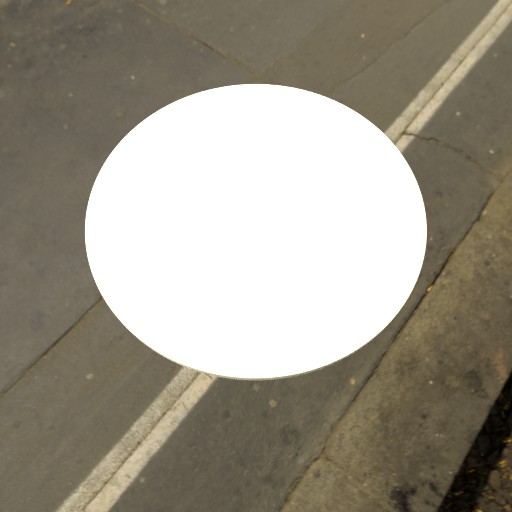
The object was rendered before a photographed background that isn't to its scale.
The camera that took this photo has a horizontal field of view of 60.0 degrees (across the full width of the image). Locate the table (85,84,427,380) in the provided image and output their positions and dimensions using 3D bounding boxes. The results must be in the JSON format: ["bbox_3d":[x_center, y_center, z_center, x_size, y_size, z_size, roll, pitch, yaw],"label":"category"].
[{"bbox_3d":[0.000,0.000,0.968,0.600,0.400,0.600,0,64,0],"label":"table"}]
